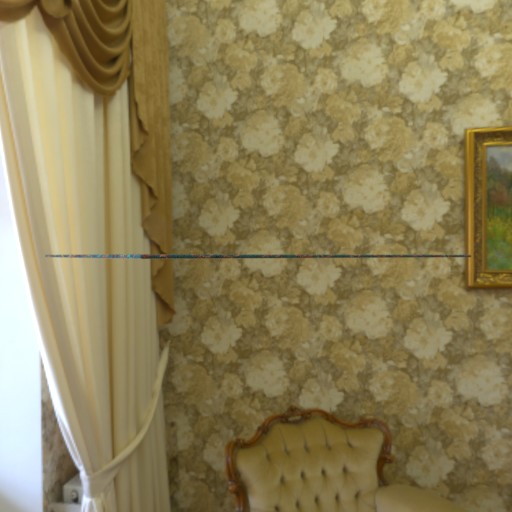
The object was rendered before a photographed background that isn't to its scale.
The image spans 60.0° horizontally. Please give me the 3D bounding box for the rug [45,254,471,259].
[{"bbox_3d":[0.000,0.000,4.172,3.204,0.025,2.434,0,0,-36],"label":"rug"}]
